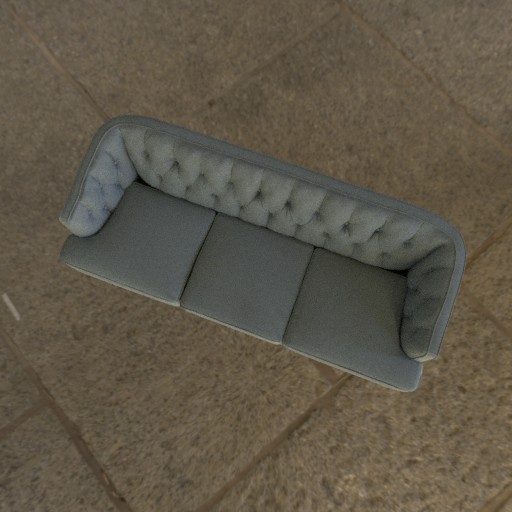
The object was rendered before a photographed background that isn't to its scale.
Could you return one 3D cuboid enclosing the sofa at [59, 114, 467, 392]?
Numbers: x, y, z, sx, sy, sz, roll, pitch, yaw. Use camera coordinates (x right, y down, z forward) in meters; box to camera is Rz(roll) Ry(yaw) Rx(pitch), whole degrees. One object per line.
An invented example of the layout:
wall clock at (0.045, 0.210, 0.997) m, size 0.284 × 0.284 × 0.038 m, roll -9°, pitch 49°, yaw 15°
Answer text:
sofa at (0.000, 0.000, 2.755) m, size 2.278 × 0.855 × 0.941 m, roll 20°, pitch 75°, yaw 5°
